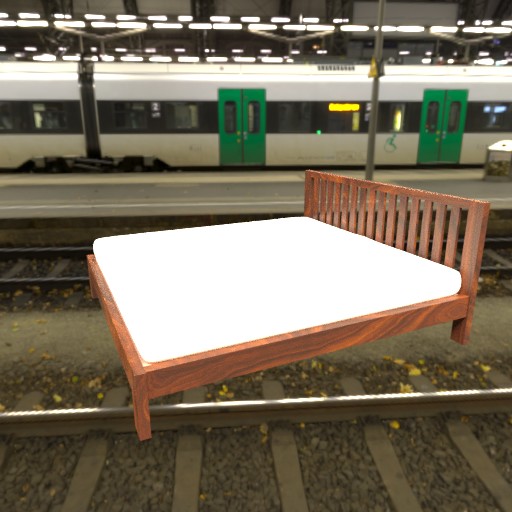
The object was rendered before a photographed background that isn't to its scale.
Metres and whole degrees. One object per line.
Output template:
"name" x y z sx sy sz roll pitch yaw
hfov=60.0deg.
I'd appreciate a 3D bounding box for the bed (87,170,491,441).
"bed" 0.000 0.000 3.039 2.030 0.890 1.905 -8 19 -24
